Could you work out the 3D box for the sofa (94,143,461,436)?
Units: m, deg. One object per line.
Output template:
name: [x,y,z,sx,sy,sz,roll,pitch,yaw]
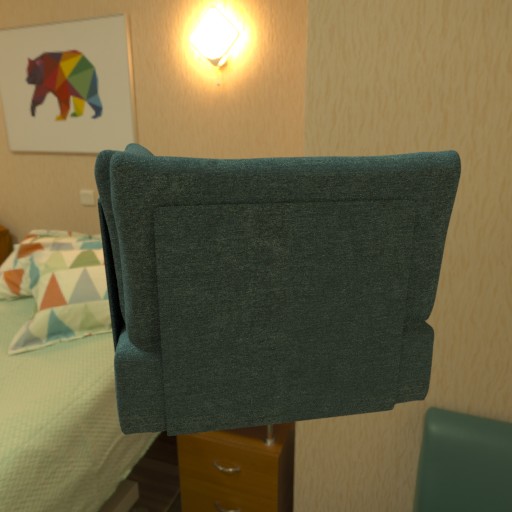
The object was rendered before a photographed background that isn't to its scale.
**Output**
sofa: [0.000,0.000,1.683,1.000,0.820,1.000,-3,16,-10]
